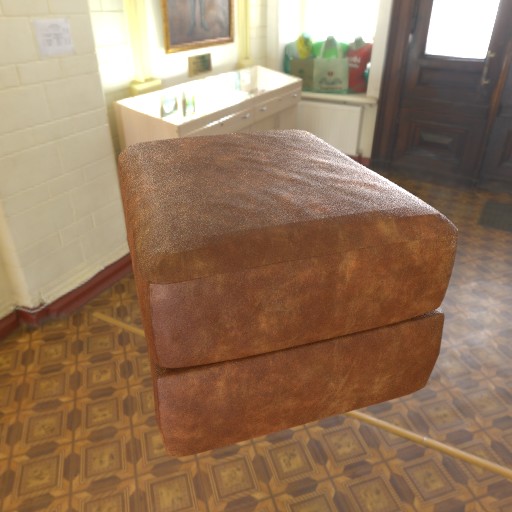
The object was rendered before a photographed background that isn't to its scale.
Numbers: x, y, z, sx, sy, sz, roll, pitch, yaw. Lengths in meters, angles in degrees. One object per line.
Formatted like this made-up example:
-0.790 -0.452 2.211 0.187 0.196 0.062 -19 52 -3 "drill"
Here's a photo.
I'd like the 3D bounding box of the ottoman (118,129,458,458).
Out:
0.000 0.000 1.113 0.603 0.476 0.751 -9 31 -16 "ottoman"
